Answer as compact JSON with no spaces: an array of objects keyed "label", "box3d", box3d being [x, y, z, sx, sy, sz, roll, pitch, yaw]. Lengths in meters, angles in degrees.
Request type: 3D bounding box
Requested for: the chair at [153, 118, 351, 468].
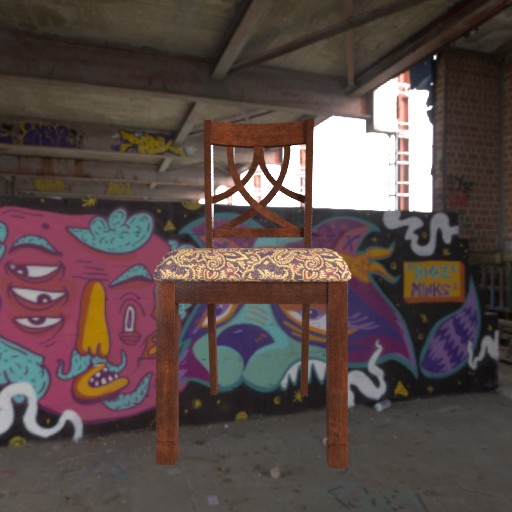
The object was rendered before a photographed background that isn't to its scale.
[{"label":"chair","box3d":[0.000,0.000,1.291,0.457,0.965,0.584,0,0,2]}]
